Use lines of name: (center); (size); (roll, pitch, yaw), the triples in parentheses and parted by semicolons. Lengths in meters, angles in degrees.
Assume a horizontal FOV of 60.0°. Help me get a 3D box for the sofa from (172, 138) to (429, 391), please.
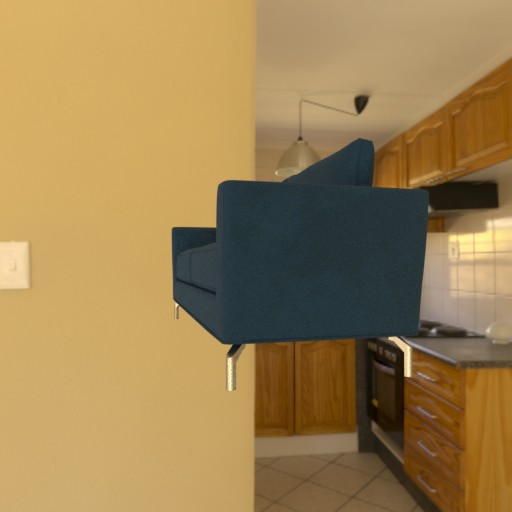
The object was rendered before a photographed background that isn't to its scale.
sofa: (0.000, 0.000, 2.716); (0.853, 0.998, 2.212); (0, -1, -15)
